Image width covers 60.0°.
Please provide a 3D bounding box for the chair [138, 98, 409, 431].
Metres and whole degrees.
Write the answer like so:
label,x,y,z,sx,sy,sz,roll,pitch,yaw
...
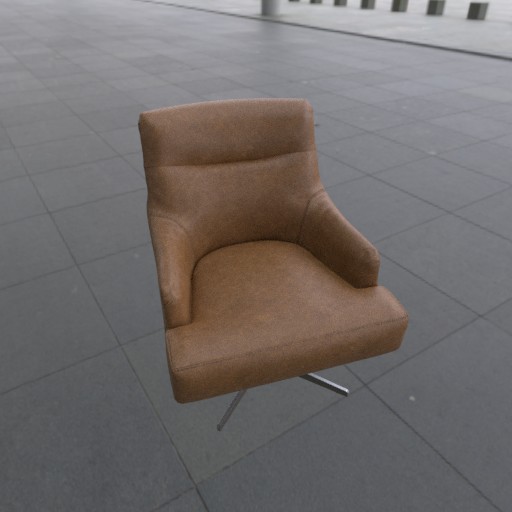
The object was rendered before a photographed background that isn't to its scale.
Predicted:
label,x,y,z,sx,sy,sz,roll,pitch,yaw
chair,0.000,0.000,1.550,0.729,0.869,0.874,-10,34,-15
